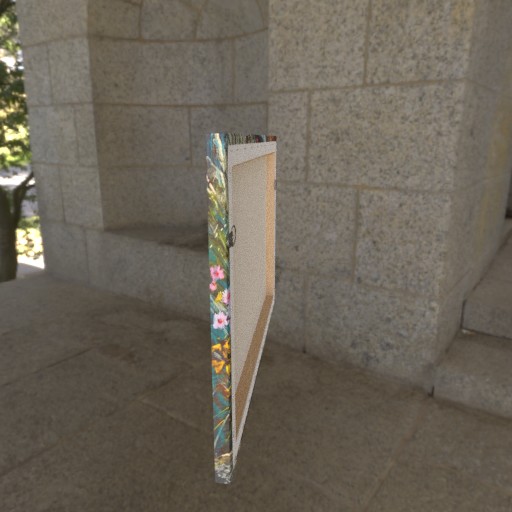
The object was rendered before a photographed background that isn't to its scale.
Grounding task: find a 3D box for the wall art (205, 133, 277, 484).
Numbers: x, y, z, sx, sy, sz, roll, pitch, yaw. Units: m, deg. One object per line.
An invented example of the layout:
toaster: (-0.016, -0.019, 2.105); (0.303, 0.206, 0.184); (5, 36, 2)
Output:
wall art: (0.000, 0.000, 1.443); (0.042, 0.760, 1.136); (2, 15, 7)
